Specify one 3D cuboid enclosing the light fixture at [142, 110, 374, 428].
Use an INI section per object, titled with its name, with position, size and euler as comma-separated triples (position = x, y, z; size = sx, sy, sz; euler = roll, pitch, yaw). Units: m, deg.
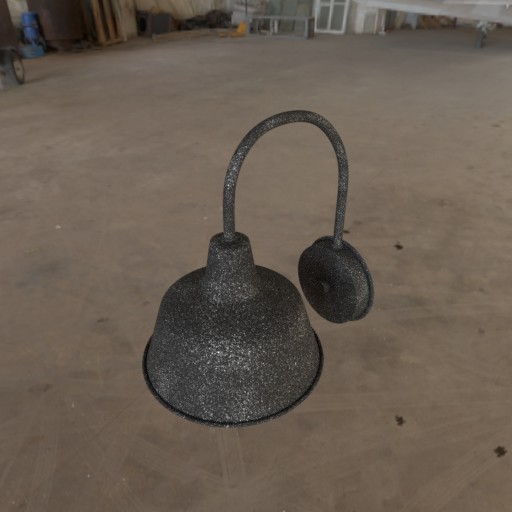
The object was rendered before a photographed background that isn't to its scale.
[light fixture]
position = 0.000, 0.000, 0.488
size = 0.283, 0.300, 0.216
euler = -21, 38, -31
